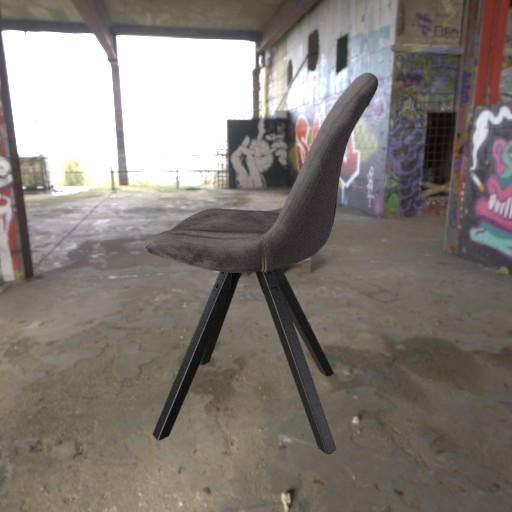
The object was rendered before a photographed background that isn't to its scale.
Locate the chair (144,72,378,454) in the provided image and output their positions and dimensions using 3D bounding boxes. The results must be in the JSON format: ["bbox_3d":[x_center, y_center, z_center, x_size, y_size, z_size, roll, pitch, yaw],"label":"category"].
[{"bbox_3d":[0.000,0.000,1.161,0.550,0.850,0.476,2,14,9],"label":"chair"}]
